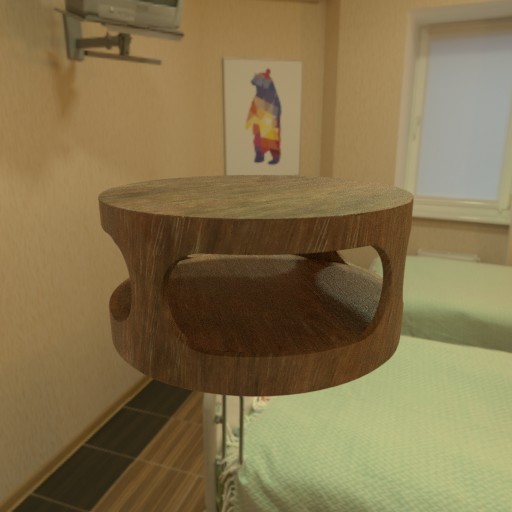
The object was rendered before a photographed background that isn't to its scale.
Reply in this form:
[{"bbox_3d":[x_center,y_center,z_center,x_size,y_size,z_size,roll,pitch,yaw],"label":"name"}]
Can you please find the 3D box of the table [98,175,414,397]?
[{"bbox_3d":[0.000,0.000,1.508,0.974,0.450,0.974,0,16,0],"label":"table"}]
